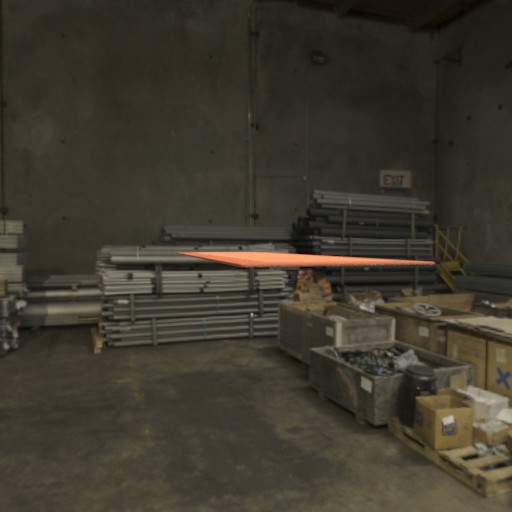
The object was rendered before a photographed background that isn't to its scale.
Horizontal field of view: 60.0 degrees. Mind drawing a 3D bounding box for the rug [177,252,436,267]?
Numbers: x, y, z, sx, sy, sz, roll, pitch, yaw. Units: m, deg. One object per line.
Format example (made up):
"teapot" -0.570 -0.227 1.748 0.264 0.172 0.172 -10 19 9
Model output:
"rug" 0.000 0.000 2.734 0.914 0.013 2.471 0 1 -19
